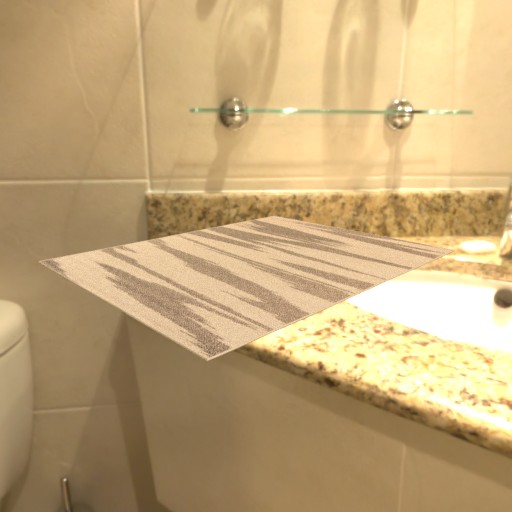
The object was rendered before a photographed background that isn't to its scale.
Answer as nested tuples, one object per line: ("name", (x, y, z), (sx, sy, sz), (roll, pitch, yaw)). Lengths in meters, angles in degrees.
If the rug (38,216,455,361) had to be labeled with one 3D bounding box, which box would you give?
("rug", (0.000, 0.000, 3.974), (2.945, 0.014, 2.353), (-15, 22, -42))
